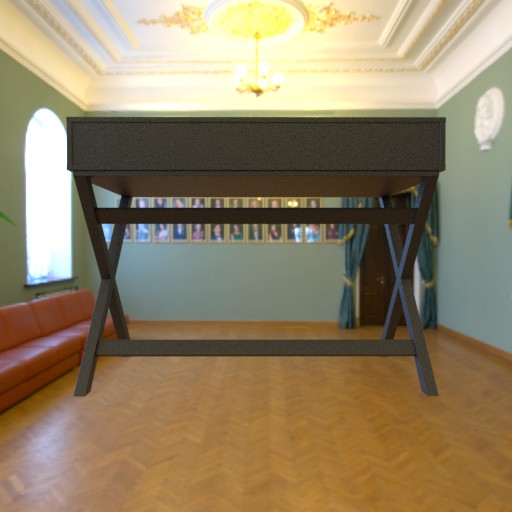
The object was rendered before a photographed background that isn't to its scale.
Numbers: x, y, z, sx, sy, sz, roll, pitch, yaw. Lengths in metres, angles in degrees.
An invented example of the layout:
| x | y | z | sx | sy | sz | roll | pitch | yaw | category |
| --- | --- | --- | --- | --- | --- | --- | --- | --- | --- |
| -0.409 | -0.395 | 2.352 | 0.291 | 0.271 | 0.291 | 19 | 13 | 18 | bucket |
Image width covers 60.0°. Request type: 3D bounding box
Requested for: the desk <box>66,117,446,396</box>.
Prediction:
| x | y | z | sx | sy | sz | roll | pitch | yaw | category |
| --- | --- | --- | --- | --- | --- | --- | --- | --- | --- |
| 0.000 | 0.000 | 1.500 | 1.057 | 0.780 | 0.525 | 0 | 1 | 0 | desk |
